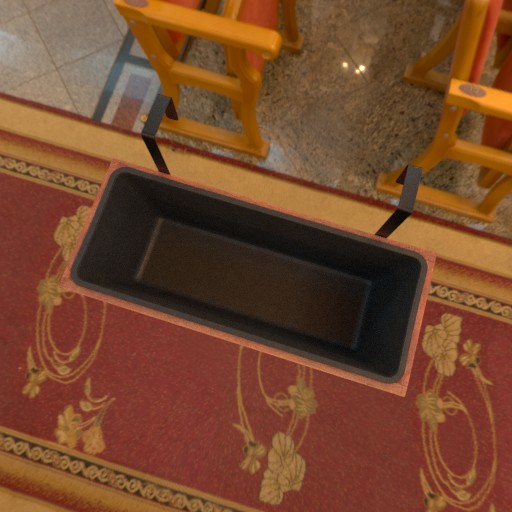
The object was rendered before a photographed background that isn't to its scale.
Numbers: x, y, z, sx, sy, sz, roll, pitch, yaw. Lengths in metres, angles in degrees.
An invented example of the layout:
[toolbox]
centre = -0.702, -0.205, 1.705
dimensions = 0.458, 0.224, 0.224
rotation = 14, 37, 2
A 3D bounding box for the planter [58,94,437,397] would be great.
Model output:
[planter]
centre = 0.000, 0.000, 0.652
dimensions = 0.480, 0.289, 0.262
rotation = 17, 76, 4
